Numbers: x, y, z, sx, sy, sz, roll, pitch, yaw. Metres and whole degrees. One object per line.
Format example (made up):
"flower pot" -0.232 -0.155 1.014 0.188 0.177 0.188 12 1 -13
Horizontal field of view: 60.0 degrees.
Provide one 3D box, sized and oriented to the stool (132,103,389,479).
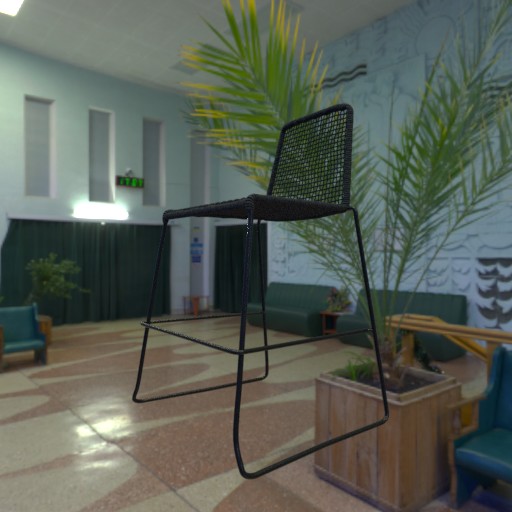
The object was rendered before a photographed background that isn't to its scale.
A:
"stool" 0.000 0.000 1.263 0.509 0.905 0.590 0 0 -37
